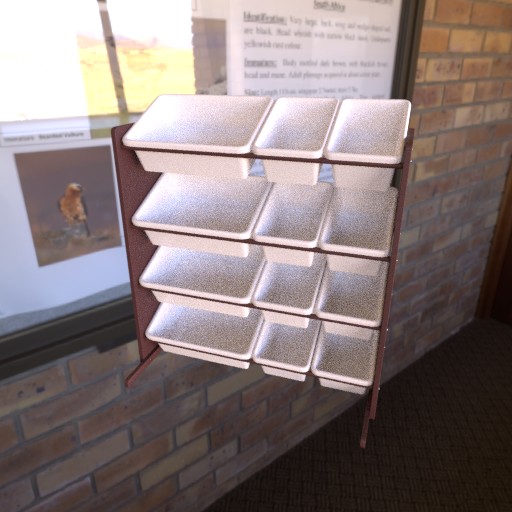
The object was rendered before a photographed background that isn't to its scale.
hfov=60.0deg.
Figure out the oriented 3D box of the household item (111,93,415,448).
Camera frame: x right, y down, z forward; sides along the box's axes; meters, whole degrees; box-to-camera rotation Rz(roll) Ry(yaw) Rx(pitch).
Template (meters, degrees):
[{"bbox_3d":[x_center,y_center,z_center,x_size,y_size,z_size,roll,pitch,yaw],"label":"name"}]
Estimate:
[{"bbox_3d":[0.000,0.000,1.302,0.787,0.864,0.389,8,25,17],"label":"household item"}]
